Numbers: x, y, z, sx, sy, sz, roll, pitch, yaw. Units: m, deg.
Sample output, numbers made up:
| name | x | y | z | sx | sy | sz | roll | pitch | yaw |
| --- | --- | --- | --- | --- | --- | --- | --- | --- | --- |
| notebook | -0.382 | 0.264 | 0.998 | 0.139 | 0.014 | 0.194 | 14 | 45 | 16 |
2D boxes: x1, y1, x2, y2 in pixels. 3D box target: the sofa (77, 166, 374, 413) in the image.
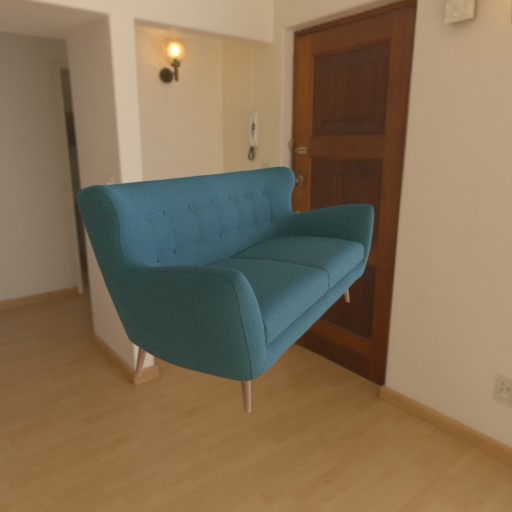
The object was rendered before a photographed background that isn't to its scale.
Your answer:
| name | x | y | z | sx | sy | sz | roll | pitch | yaw |
| --- | --- | --- | --- | --- | --- | --- | --- | --- | --- |
| sofa | 0.000 | 0.000 | 2.450 | 0.889 | 0.890 | 1.930 | 7 | 16 | 26 |
